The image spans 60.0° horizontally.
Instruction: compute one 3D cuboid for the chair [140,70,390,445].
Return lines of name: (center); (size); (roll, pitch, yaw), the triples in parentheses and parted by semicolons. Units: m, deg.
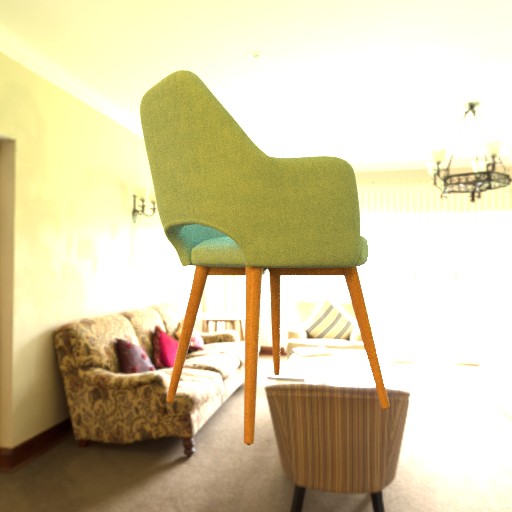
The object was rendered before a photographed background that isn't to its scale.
chair: (0.000, 0.000, 1.238); (0.610, 0.840, 0.590); (1, -1, -38)
